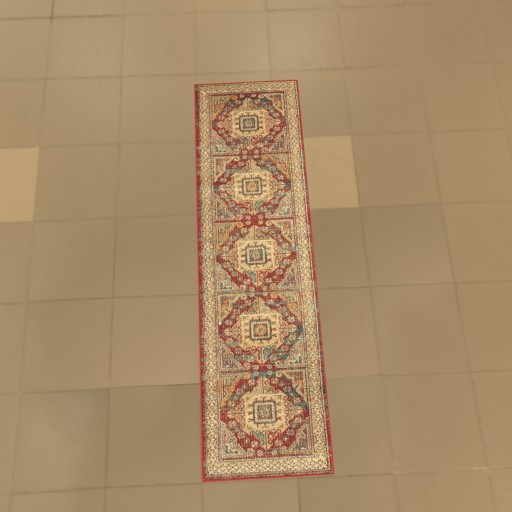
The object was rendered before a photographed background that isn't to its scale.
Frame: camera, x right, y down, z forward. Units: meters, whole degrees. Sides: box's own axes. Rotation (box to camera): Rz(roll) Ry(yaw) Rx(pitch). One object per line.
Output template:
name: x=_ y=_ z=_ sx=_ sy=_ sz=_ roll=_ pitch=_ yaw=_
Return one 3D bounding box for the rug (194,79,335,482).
rug: x=0.000 y=0.000 z=2.505 sx=0.659 sy=0.015 sz=2.292 roll=-3 pitch=74 yaw=-1
